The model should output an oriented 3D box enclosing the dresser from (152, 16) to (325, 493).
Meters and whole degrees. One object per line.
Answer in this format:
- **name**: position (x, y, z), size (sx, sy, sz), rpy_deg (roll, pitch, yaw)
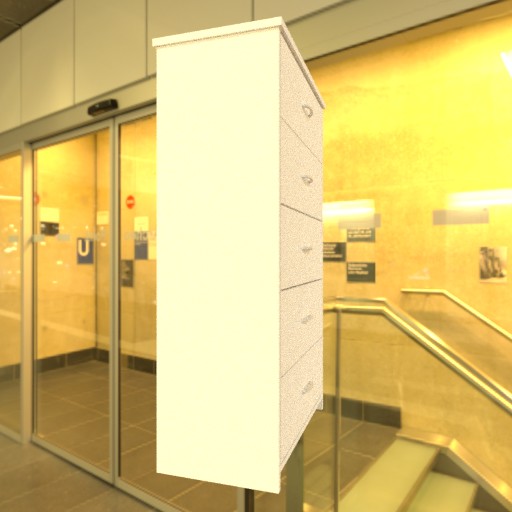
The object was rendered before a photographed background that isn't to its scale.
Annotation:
- **dresser**: position (0.000, 0.000, 1.553), size (0.399, 1.255, 0.704), rpy_deg (0, 0, 18)
